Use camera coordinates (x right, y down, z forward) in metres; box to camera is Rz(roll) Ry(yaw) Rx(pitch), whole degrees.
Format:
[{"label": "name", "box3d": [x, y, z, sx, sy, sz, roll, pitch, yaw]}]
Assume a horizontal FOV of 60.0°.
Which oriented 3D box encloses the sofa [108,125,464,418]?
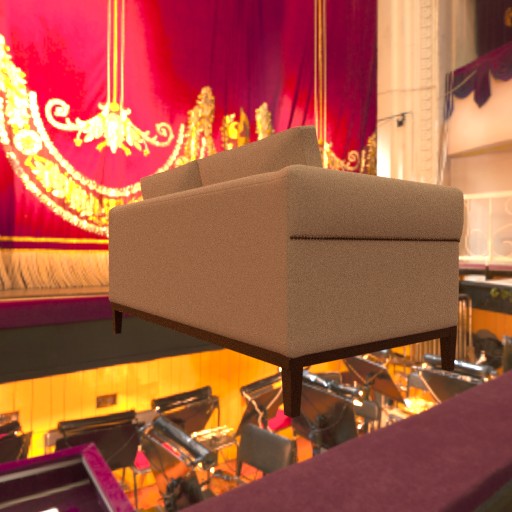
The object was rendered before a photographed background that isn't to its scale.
[{"label": "sofa", "box3d": [0.000, 0.000, 2.096, 0.905, 0.873, 1.598, -1, 1, -36]}]
